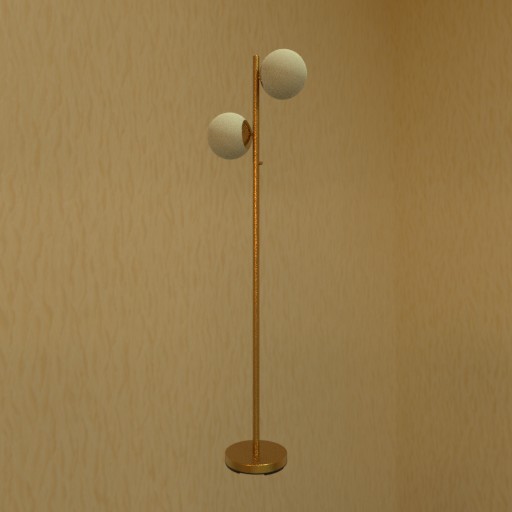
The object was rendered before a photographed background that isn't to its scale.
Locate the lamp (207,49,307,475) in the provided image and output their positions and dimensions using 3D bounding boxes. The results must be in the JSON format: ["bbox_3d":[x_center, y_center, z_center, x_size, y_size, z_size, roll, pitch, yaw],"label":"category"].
[{"bbox_3d":[0.000,0.000,1.792,0.419,1.641,0.249,-1,-2,18],"label":"lamp"}]
